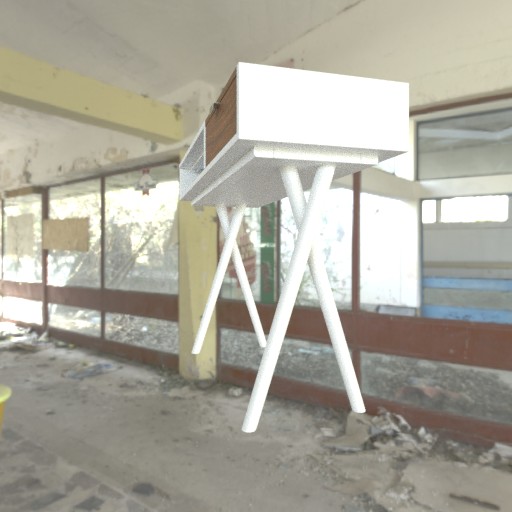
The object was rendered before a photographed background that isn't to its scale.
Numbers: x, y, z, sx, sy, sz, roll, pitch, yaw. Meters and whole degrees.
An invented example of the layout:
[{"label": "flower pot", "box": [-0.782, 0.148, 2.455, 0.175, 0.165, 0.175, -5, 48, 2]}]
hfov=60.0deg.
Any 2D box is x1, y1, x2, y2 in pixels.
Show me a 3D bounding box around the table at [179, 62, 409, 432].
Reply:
[{"label": "table", "box": [0.000, 0.000, 1.460, 0.418, 0.785, 1.066, 0, 0, -16]}]
